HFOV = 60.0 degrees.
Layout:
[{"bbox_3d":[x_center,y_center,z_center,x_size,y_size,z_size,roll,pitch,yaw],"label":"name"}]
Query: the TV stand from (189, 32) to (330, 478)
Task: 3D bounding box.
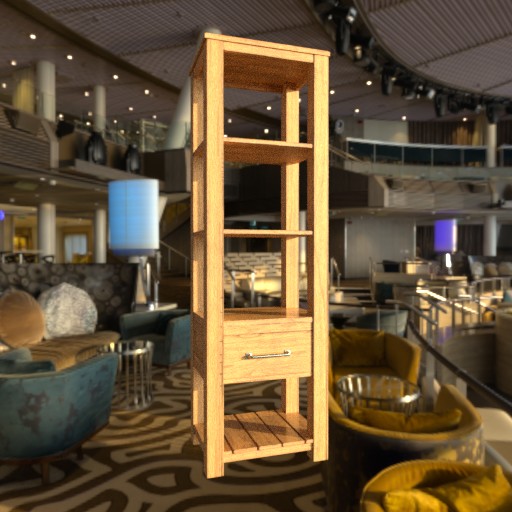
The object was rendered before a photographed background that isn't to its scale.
[{"bbox_3d":[0.000,0.000,2.085,0.565,1.828,0.435,0,0,-18],"label":"TV stand"}]
